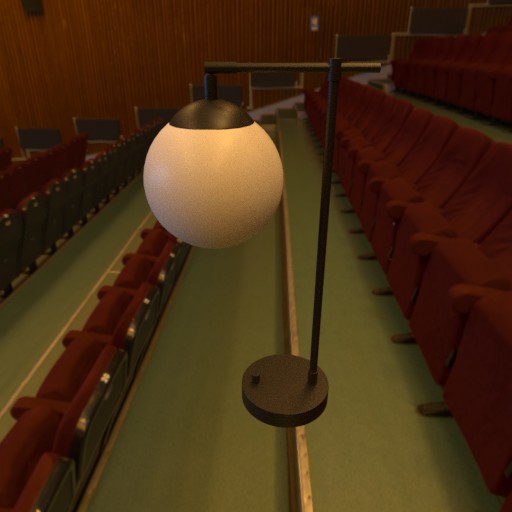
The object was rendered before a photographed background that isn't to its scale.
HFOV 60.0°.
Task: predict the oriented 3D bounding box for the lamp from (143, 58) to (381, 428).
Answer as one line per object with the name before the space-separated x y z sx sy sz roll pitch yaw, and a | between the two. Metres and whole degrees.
lamp | 0.000 0.000 0.685 0.316 0.559 0.197 1 26 1
